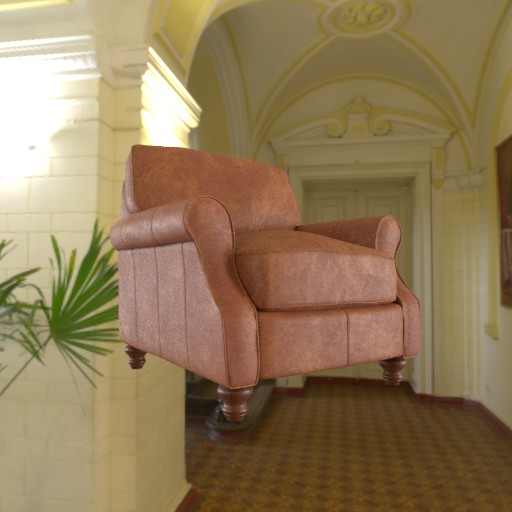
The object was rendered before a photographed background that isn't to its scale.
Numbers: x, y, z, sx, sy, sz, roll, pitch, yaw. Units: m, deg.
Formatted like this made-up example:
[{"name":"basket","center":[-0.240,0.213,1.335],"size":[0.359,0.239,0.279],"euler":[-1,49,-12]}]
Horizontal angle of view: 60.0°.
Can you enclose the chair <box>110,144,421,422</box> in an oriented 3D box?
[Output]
[{"name":"chair","center":[0.000,0.000,1.791],"size":[0.983,0.962,0.986],"euler":[1,-2,-35]}]
